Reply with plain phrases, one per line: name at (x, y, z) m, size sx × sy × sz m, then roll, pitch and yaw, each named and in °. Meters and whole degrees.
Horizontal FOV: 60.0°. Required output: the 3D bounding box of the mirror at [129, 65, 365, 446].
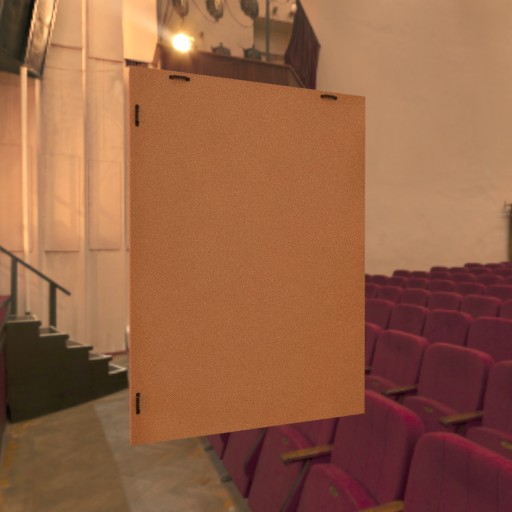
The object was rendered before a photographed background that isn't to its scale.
mirror at (0.000, 0.000, 0.924) m, size 0.507 × 0.710 × 0.040 m, roll 0°, pitch 1°, yaw -19°
